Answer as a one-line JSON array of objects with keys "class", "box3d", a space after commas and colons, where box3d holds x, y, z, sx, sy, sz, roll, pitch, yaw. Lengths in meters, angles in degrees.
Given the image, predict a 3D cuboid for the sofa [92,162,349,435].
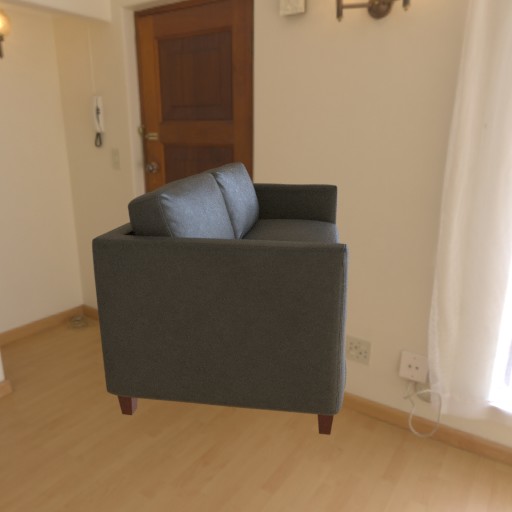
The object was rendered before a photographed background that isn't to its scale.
[{"class": "sofa", "box3d": [0.000, 0.000, 2.475, 0.951, 0.933, 1.883, 2, 16, 8]}]
